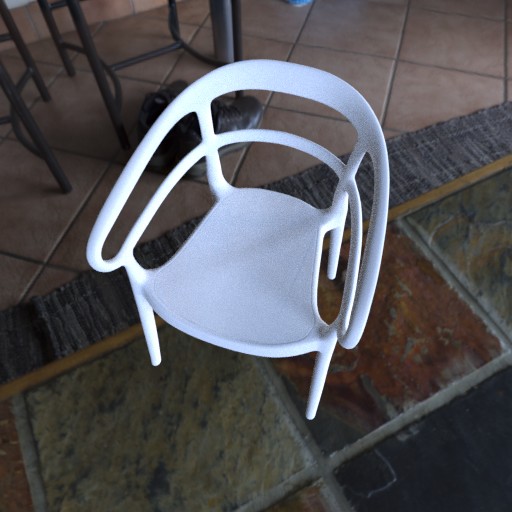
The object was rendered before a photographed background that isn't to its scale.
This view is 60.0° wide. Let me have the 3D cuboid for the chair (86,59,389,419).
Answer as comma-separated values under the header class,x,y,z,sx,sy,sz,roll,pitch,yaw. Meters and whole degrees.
class,x,y,z,sx,sy,sz,roll,pitch,yaw
chair,0.000,0.000,1.139,0.559,0.761,0.527,16,58,10
